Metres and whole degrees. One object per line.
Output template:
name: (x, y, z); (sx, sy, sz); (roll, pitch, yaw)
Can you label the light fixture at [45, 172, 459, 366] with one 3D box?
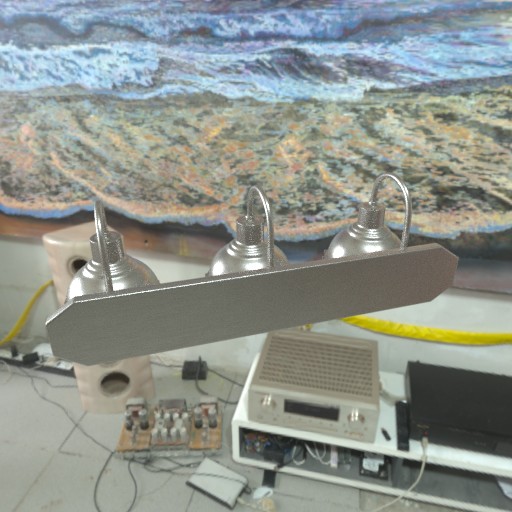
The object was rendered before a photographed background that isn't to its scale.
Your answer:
light fixture: (0.000, 0.000, 0.748); (0.634, 0.254, 0.229); (-8, 28, -15)
